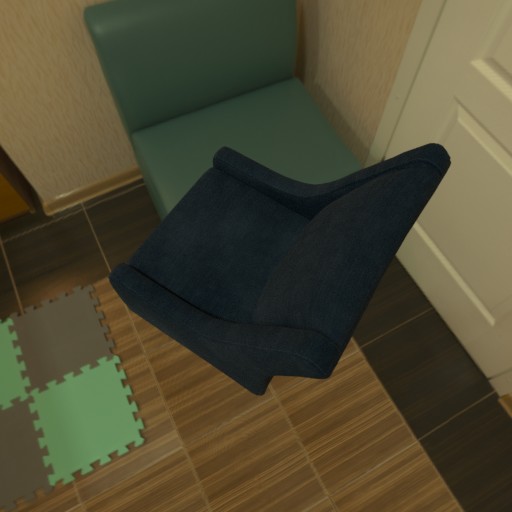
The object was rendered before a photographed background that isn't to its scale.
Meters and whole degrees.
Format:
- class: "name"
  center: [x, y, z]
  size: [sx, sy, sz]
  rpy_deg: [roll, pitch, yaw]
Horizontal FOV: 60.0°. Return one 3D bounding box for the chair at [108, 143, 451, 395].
- class: "chair"
  center: [0.000, 0.000, 1.656]
  size: [0.870, 1.014, 0.774]
  rpy_deg: [30, 67, 14]
